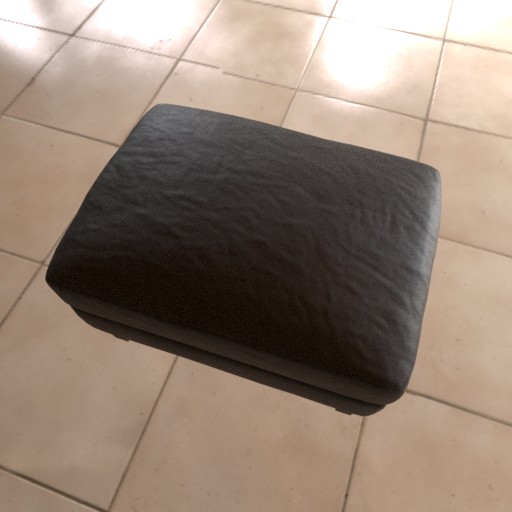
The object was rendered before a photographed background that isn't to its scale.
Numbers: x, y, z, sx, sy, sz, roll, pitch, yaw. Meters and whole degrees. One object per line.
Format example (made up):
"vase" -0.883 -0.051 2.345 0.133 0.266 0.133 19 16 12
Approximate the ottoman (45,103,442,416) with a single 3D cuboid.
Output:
"ottoman" 0.000 0.000 1.266 0.887 0.529 0.659 16 61 9
